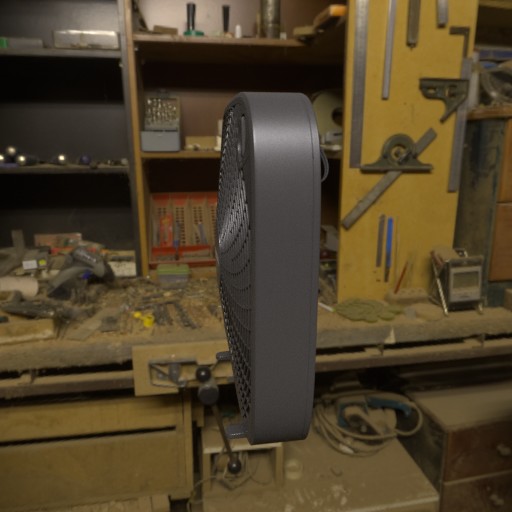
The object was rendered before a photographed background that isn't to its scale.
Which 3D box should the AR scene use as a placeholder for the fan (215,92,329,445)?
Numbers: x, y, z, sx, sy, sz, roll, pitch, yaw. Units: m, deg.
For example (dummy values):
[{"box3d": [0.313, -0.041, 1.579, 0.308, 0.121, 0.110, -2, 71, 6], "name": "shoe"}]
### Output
[{"box3d": [0.000, 0.000, 0.794, 0.142, 0.533, 0.526, -2, 15, -8], "name": "fan"}]
